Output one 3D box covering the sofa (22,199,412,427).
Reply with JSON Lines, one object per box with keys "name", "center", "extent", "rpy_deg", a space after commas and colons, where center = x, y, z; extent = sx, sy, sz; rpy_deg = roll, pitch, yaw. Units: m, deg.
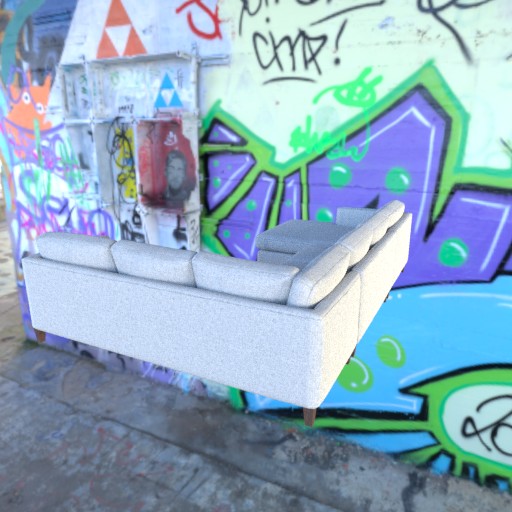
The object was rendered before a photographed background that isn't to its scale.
{"name": "sofa", "center": [0.000, 0.000, 4.564], "extent": [2.593, 0.959, 3.460], "rpy_deg": [8, 18, 26]}
